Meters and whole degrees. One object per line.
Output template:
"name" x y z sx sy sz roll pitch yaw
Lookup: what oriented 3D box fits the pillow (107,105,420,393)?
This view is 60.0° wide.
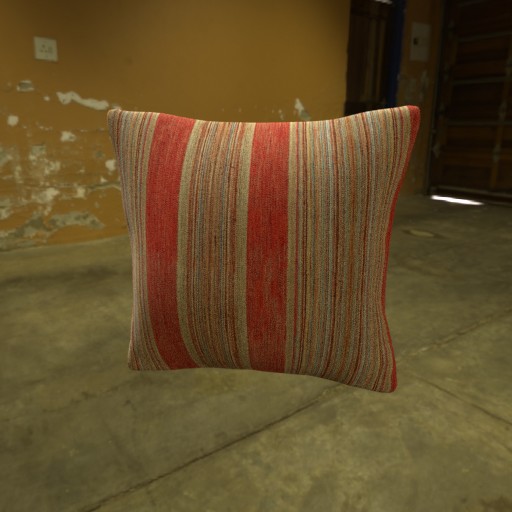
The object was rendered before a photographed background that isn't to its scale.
"pillow" 0.000 0.000 0.657 0.437 0.419 0.136 2 15 9
